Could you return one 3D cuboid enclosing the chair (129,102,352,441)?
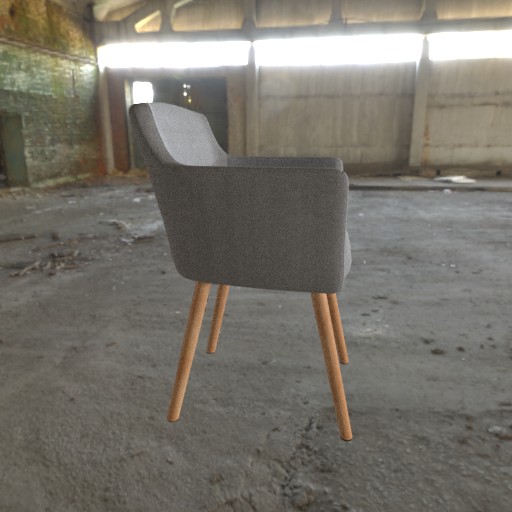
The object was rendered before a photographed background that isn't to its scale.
[{"bbox_3d":[0.000,0.000,1.188,0.540,0.780,0.570,2,15,9],"label":"chair"}]
